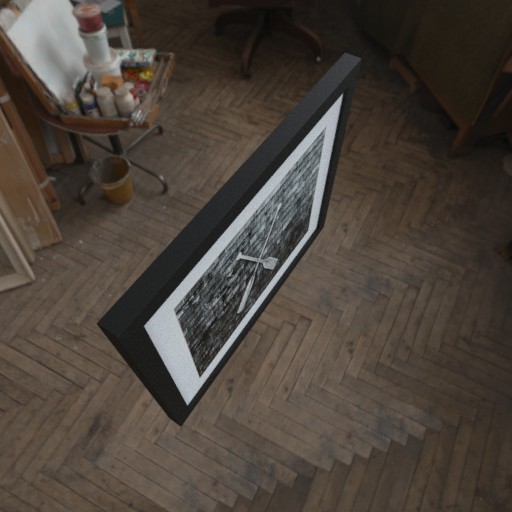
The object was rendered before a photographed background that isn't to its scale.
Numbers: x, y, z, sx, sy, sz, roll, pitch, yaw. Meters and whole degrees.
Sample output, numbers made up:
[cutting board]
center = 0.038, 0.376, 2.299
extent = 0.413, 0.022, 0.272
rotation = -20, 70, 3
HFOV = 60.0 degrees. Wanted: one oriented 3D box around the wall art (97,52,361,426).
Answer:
[wall art]
center = 0.000, 0.000, 0.774
extent = 0.029, 0.457, 0.558
rotation = 29, 63, 17
